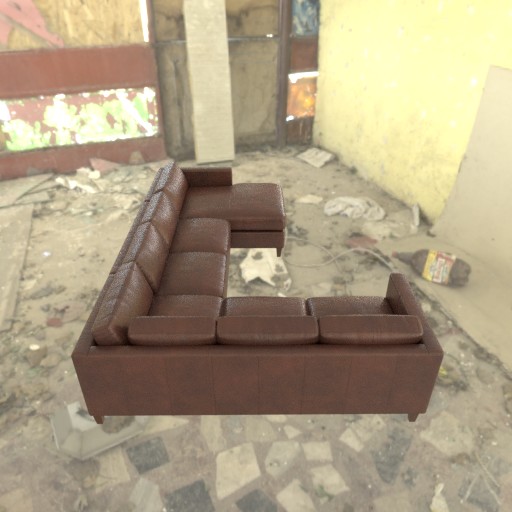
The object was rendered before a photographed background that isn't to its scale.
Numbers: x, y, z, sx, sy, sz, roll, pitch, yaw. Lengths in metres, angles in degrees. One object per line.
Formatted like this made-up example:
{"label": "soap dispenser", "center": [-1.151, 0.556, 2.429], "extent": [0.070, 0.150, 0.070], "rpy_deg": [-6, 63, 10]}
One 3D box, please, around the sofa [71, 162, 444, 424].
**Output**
{"label": "sofa", "center": [0.000, 0.000, 4.439], "extent": [2.452, 0.891, 3.324], "rpy_deg": [0, 32, 0]}
